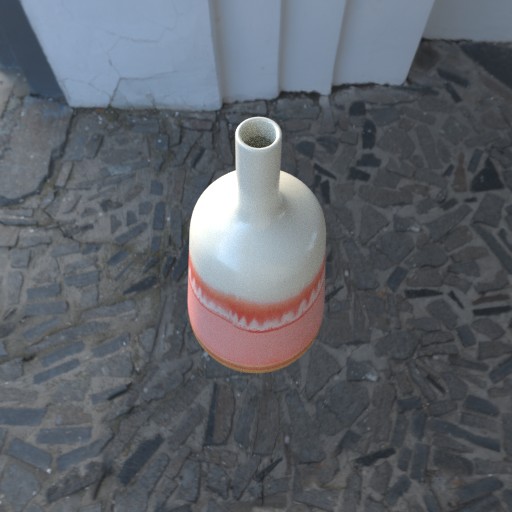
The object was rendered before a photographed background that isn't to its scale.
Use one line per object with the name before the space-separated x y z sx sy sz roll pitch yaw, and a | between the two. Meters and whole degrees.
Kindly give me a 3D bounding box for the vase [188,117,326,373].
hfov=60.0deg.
vase | 0.000 0.000 0.379 0.144 0.296 0.144 0 62 0
